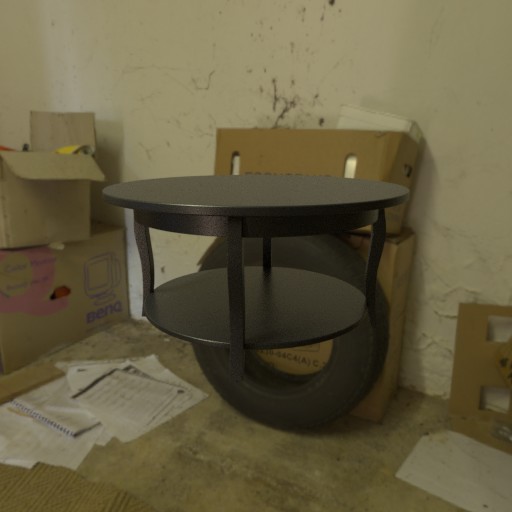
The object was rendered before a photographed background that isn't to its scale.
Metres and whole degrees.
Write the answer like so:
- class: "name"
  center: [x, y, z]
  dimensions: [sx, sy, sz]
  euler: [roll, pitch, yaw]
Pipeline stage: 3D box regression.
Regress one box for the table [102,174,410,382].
- class: "table"
  center: [0.000, 0.000, 1.446]
  dimensions: [0.914, 0.457, 0.914]
  euler: [0, 15, 0]
